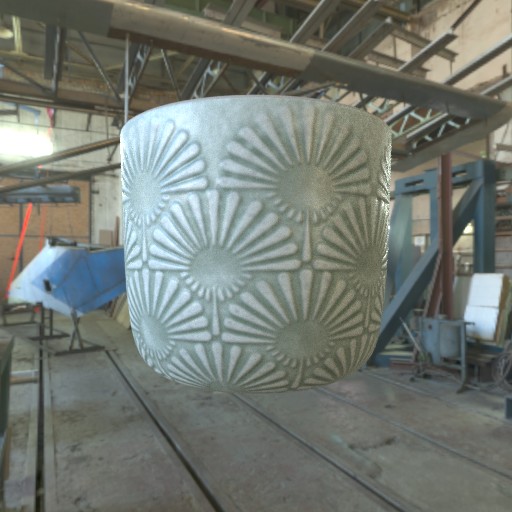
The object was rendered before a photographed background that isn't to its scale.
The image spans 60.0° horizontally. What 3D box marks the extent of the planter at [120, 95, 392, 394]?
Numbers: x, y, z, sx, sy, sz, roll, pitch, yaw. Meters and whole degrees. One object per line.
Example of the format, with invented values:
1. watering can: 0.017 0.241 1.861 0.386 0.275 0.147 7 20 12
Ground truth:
1. planter: 0.000 0.000 0.211 0.124 0.109 0.124 0 0 0
